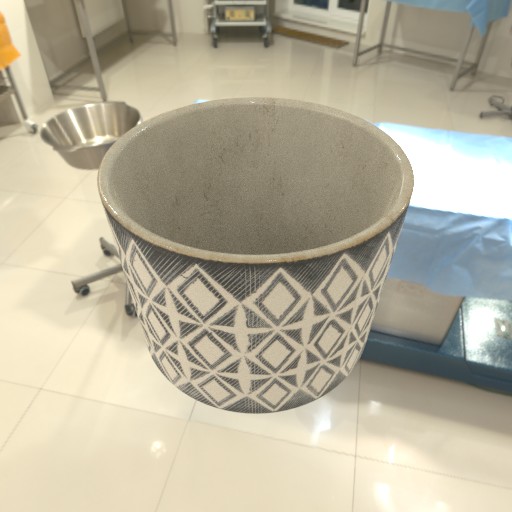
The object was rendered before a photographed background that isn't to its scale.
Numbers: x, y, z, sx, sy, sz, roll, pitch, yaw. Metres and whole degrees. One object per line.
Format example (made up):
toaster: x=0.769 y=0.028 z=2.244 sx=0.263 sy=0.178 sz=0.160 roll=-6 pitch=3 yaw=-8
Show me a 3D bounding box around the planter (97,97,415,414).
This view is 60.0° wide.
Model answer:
planter: x=0.000 y=0.000 z=0.332 sx=0.192 sy=0.165 sz=0.192 roll=0 pitch=42 yaw=0
